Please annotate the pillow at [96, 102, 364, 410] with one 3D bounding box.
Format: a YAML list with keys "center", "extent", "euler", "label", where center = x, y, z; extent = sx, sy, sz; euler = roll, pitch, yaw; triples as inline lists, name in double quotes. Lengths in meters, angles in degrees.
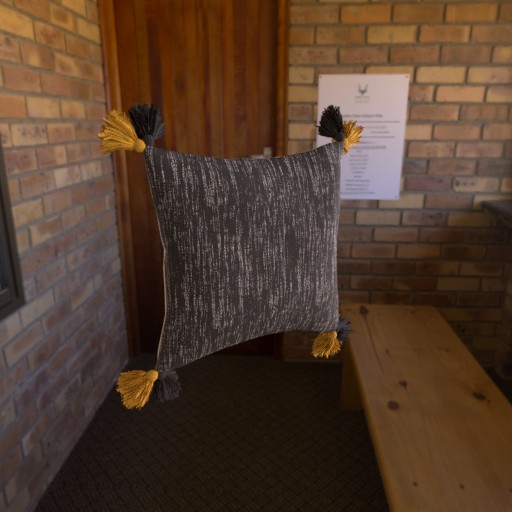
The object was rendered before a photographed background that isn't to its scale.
- center: [0.000, 0.000, 0.997]
  extent: [0.654, 0.659, 0.139]
  euler: [-9, 18, -27]
  label: "pillow"
